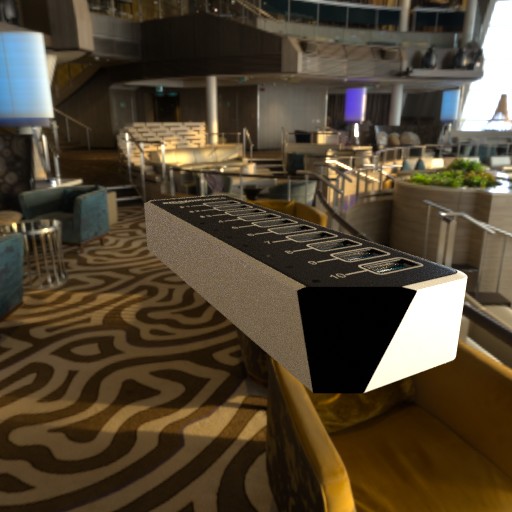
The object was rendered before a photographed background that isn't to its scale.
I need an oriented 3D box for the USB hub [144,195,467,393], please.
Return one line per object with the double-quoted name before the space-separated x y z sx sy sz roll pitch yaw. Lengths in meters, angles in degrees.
"USB hub" 0.000 0.000 0.163 0.044 0.023 0.145 -9 19 -27
